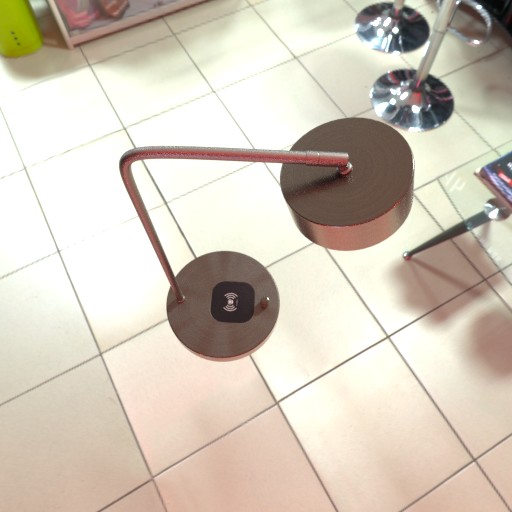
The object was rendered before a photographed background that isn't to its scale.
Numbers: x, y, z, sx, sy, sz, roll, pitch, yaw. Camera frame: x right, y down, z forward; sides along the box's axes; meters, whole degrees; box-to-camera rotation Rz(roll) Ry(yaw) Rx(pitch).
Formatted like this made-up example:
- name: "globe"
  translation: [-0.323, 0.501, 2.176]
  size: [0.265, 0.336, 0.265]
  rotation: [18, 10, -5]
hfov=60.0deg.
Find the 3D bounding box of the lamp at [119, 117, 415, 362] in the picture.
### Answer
- name: "lamp"
  translation: [0.000, 0.000, 0.639]
  size: [0.334, 0.469, 0.211]
  rotation: [3, 64, 2]
